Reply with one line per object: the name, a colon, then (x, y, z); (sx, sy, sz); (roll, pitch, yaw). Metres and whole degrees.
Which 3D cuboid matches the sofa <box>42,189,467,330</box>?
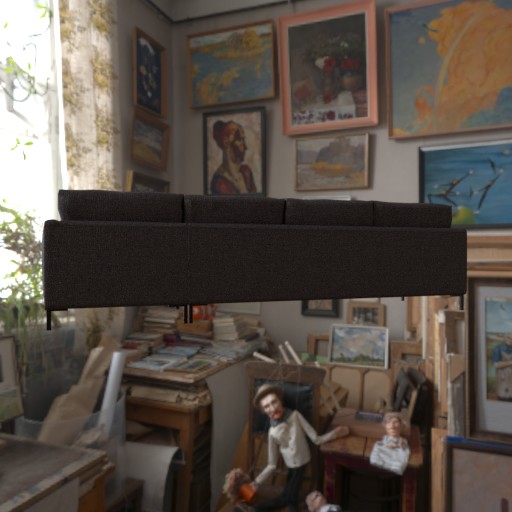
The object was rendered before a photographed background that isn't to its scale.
sofa: (0.000, 0.000, 3.835); (3.221, 0.892, 1.483); (0, 0, -18)
